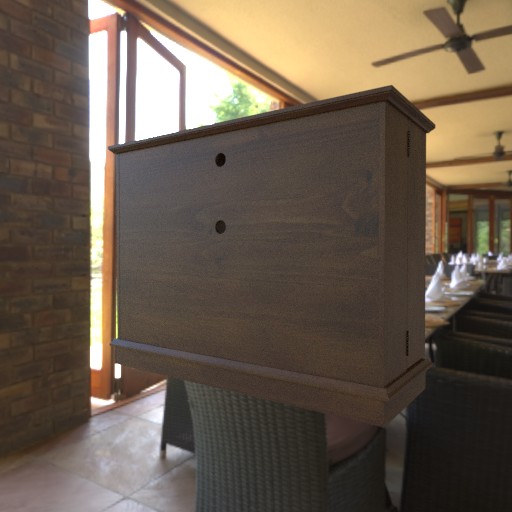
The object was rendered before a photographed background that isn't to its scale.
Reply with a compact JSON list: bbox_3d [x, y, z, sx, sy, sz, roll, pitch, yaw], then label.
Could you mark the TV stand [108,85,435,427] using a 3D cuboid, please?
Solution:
[{"bbox_3d":[0.000,0.000,1.514,1.067,0.813,0.406,1,1,35],"label":"TV stand"}]
